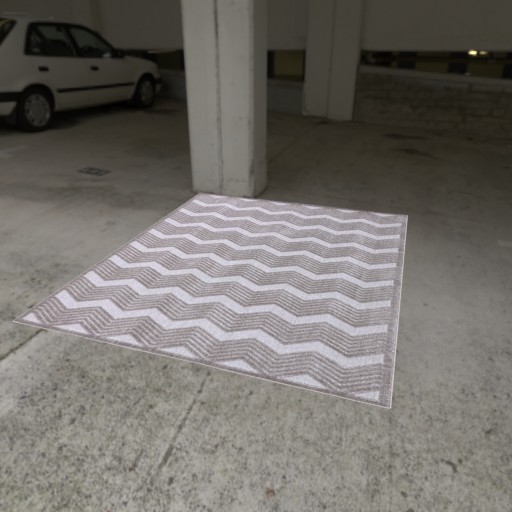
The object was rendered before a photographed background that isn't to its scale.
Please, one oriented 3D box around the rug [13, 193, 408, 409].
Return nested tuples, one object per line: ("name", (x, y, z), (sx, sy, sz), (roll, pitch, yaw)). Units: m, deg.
("rug", (0.000, 0.000, 3.776), (2.391, 0.005, 2.880), (8, 27, 17))
